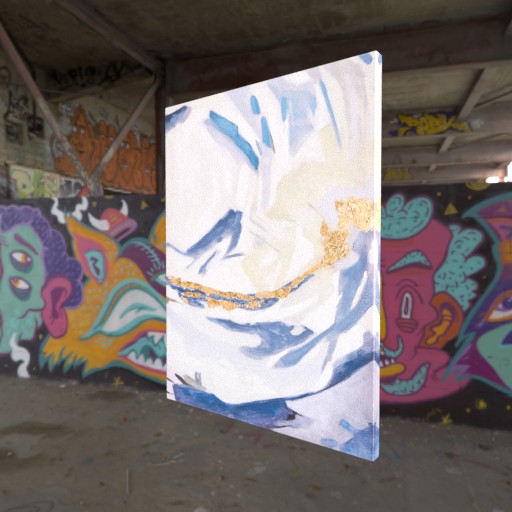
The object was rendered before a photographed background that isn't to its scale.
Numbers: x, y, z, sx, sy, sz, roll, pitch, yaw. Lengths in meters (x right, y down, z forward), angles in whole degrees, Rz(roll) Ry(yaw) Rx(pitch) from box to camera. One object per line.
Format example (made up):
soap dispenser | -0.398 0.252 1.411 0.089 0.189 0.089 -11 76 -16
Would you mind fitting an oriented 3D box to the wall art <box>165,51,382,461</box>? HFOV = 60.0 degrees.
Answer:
wall art | 0.000 0.000 1.334 0.761 1.015 0.038 1 2 37
